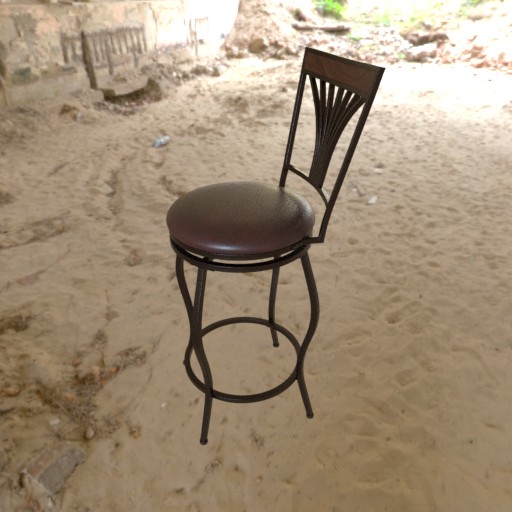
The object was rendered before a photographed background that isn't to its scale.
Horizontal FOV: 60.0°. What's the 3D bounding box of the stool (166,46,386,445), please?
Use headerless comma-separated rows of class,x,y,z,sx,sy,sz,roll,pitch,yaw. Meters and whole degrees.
stool,0.000,0.000,1.360,0.514,1.117,0.433,-8,32,-14
